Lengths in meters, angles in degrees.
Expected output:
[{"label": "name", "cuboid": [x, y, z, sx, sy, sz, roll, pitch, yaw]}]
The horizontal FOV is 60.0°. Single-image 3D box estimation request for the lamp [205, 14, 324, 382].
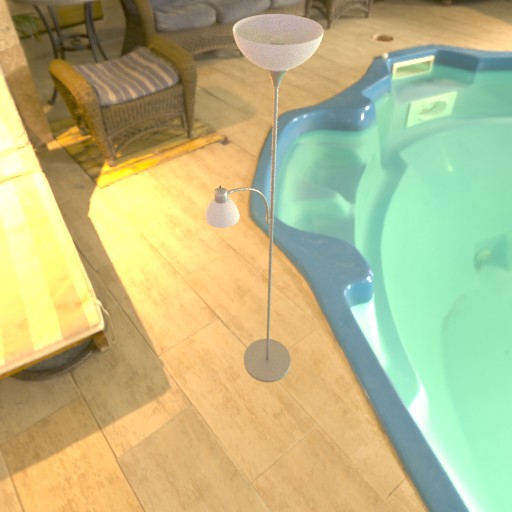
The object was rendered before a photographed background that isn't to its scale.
[{"label": "lamp", "cuboid": [0.000, 0.000, 1.911, 0.425, 1.804, 0.279, -24, 50, -22]}]
